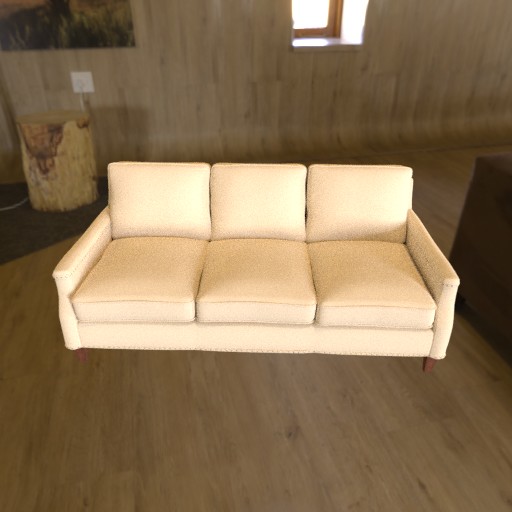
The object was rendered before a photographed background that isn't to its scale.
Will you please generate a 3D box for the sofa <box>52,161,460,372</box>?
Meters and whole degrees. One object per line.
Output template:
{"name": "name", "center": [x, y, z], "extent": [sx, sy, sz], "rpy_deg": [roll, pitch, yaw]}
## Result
{"name": "sofa", "center": [0.000, 0.000, 2.875], "extent": [2.246, 1.003, 1.084], "rpy_deg": [1, 30, 2]}
